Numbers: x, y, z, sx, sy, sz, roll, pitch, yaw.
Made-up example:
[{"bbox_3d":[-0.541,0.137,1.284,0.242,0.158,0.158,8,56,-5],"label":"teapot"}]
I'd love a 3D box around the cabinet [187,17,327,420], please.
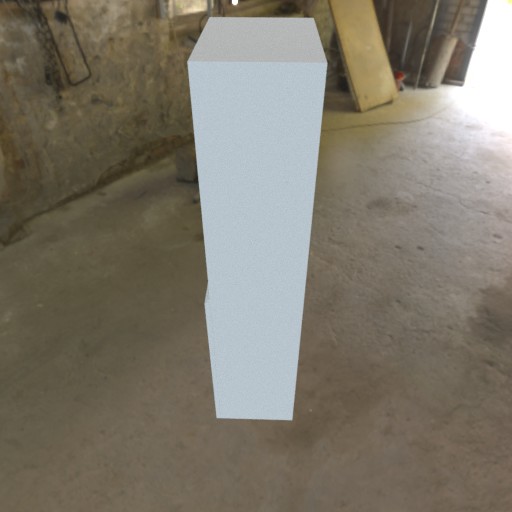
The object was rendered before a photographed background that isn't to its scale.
[{"bbox_3d":[0.000,0.000,1.480,0.300,1.350,0.400,1,40,1],"label":"cabinet"}]
